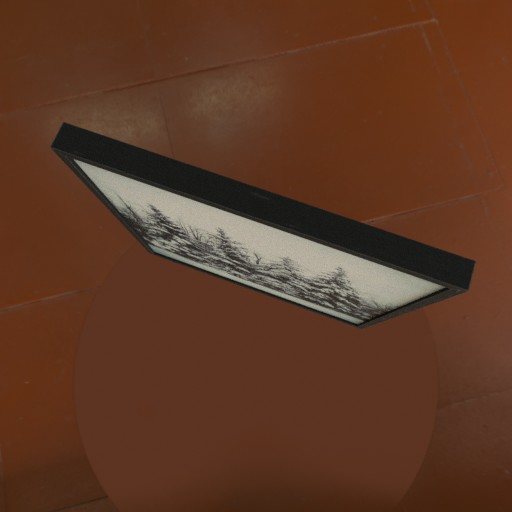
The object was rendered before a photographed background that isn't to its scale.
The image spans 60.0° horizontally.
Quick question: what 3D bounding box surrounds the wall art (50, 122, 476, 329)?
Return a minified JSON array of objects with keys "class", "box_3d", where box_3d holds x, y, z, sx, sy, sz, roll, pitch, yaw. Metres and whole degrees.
[{"class":"wall art","box_3d":[0.000,0.000,0.752,0.506,0.506,0.036,19,77,5]}]
